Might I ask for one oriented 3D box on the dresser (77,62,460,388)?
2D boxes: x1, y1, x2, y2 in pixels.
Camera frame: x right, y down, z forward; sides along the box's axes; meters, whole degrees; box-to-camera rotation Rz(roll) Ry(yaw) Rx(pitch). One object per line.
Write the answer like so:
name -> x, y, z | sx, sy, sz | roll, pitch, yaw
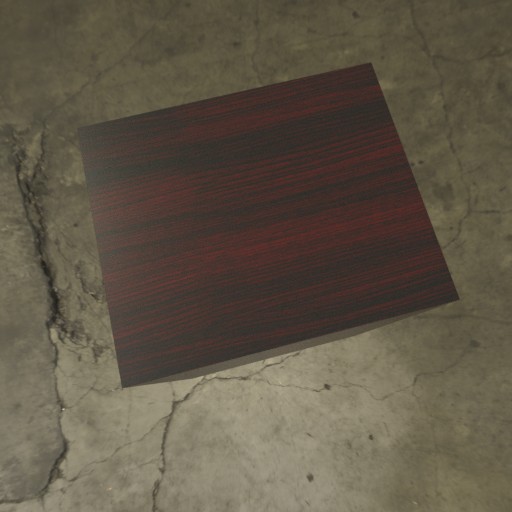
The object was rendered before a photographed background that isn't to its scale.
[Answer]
dresser -> 0.000, 0.000, 0.820 | 0.400, 0.560, 0.360 | -14, 76, -4
